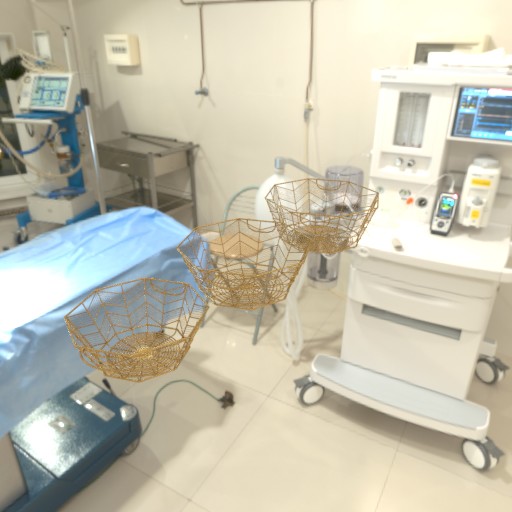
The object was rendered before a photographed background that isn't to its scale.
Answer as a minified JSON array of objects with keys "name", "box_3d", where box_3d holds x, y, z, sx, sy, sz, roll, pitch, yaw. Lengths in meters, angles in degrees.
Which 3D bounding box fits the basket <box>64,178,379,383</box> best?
[{"name":"basket","box_3d":[0.000,0.000,1.380,0.432,0.178,1.245,19,32,33]}]
